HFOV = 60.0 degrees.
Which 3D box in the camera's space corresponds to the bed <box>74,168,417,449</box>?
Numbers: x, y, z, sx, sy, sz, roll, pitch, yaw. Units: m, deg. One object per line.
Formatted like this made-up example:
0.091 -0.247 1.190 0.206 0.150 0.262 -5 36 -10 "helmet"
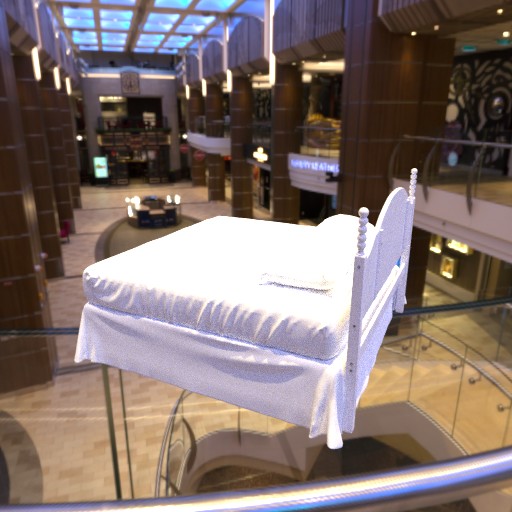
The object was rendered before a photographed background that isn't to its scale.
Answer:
0.000 0.000 3.696 2.219 1.355 2.322 9 20 25 "bed"
